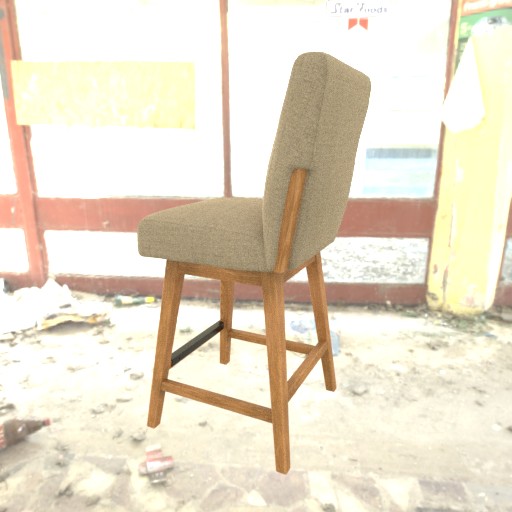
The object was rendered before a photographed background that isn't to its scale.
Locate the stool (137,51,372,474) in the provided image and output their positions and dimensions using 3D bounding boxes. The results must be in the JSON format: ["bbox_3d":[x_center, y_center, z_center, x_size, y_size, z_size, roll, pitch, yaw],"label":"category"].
[{"bbox_3d":[0.000,0.000,1.291,0.526,1.010,0.459,7,17,25],"label":"stool"}]
